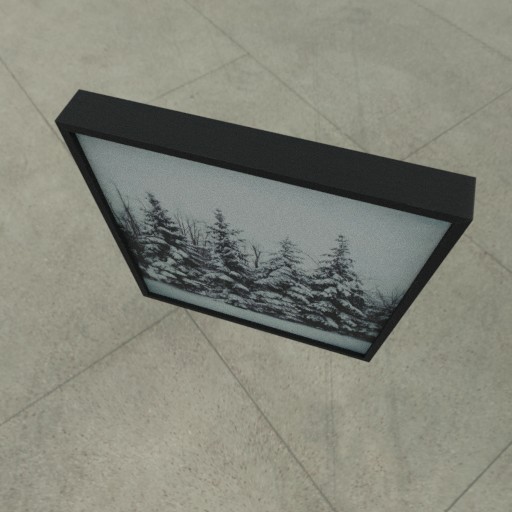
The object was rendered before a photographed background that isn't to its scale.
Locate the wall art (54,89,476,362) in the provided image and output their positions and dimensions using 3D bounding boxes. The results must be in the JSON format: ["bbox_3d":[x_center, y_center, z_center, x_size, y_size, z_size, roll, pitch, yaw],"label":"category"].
[{"bbox_3d":[0.000,0.000,0.449,0.305,0.305,0.037,15,61,9],"label":"wall art"}]
